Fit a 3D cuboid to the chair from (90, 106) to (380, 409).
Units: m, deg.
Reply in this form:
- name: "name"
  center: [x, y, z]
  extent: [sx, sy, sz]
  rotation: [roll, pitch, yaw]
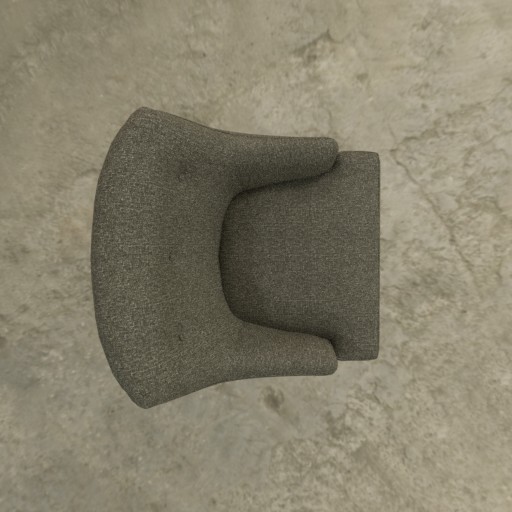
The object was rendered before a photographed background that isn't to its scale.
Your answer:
- name: "chair"
  center: [0.000, 0.000, 1.619]
  extent: [0.923, 0.856, 0.864]
  rotation: [0, 91, 0]
